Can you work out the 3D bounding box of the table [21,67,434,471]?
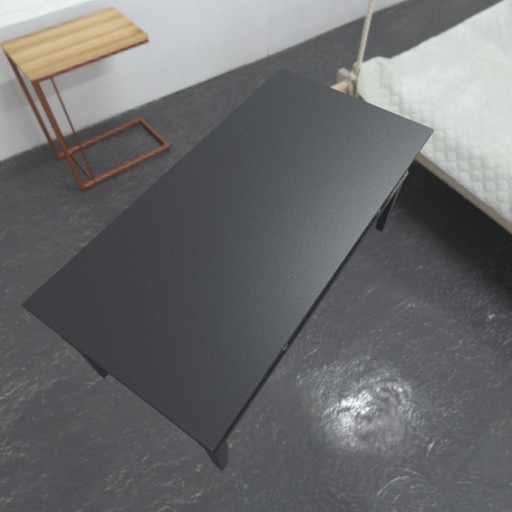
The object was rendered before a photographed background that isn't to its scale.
[{"bbox_3d":[0.000,0.000,1.314,0.523,0.470,1.044,30,62,18],"label":"table"}]
